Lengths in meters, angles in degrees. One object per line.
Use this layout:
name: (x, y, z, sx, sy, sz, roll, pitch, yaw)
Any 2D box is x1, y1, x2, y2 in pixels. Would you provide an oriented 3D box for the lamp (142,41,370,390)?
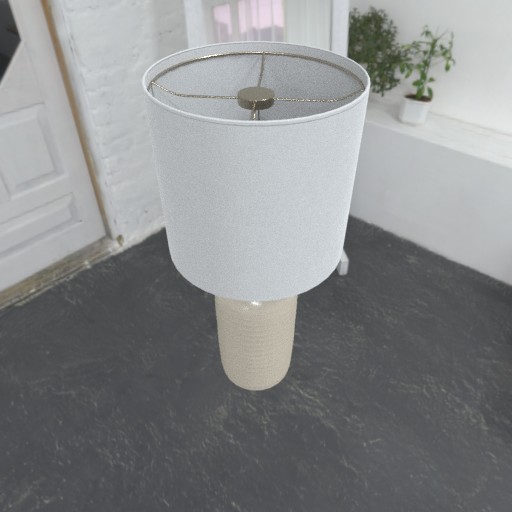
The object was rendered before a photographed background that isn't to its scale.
lamp: (0.000, 0.000, 0.591, 0.220, 0.475, 0.220, 13, 43, 14)
